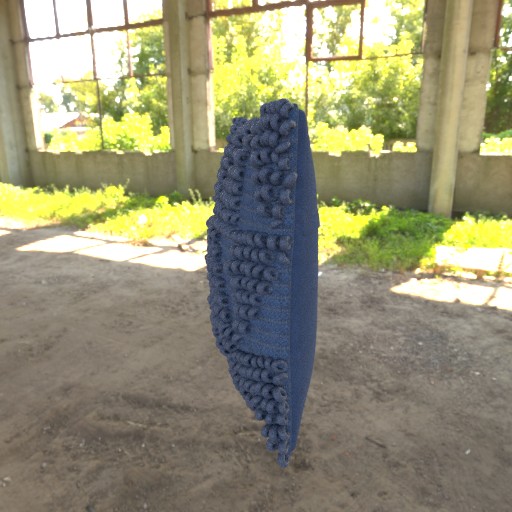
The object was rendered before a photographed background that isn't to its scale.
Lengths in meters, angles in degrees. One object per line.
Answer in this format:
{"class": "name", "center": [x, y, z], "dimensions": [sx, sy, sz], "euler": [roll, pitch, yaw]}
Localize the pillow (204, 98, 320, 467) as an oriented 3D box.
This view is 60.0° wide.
{"class": "pillow", "center": [0.000, 0.000, 0.743], "dimensions": [0.172, 0.466, 0.469], "euler": [-2, 15, -8]}
